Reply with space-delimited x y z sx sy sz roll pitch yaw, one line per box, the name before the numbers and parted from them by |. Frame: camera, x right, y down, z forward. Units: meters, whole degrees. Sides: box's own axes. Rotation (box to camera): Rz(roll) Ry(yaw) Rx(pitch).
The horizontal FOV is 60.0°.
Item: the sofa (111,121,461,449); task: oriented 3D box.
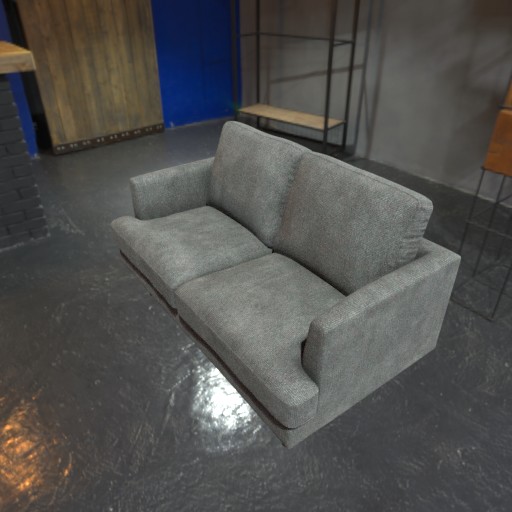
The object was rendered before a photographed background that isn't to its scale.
sofa | 0.000 0.000 2.160 0.903 0.956 1.582 -22 38 -30
